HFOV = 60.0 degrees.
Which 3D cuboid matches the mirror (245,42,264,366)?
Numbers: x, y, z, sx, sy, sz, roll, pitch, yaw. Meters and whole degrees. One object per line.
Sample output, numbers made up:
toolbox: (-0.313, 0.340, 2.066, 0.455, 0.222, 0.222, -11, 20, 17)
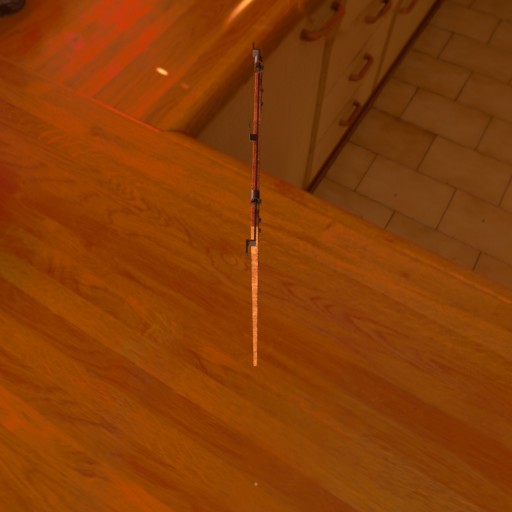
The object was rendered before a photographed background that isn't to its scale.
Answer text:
mirror: (0.000, 0.000, 2.128, 0.042, 1.793, 0.847, 1, 63, 1)
